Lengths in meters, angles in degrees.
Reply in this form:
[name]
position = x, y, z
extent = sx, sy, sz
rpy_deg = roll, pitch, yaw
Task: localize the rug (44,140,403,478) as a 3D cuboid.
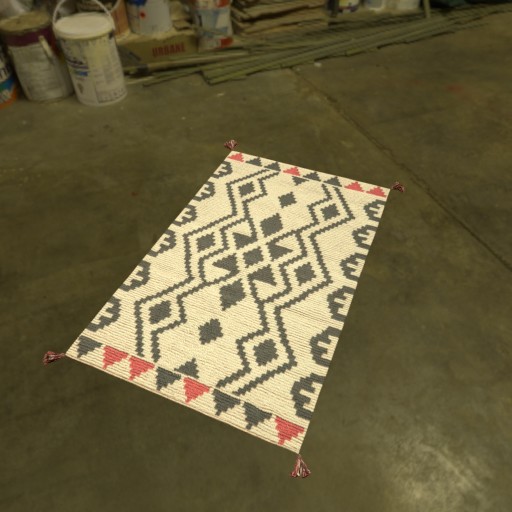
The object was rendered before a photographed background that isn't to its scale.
[rug]
position = 0.000, 0.000, 3.278
extent = 1.741, 0.066, 2.672
rpy_deg = 17, 49, 16
